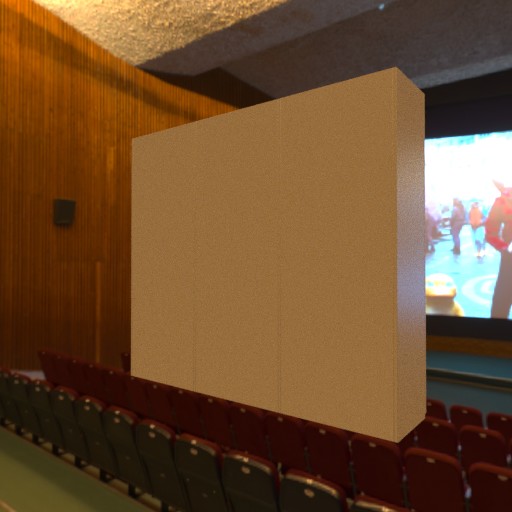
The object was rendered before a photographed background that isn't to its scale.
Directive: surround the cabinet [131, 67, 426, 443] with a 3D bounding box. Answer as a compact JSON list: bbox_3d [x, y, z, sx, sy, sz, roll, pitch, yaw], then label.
[{"bbox_3d":[0.000,0.000,3.850,2.700,2.370,0.590,-1,-1,38],"label":"cabinet"}]
